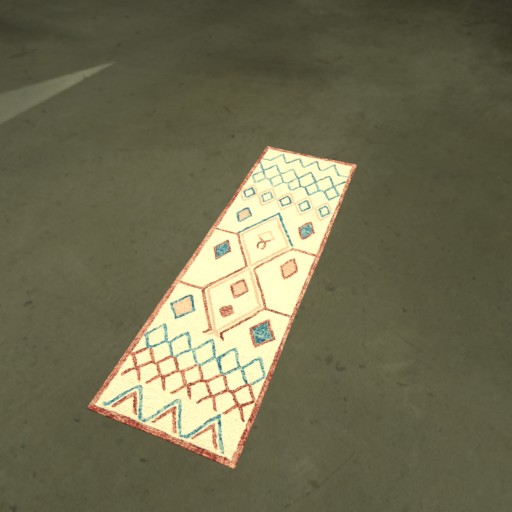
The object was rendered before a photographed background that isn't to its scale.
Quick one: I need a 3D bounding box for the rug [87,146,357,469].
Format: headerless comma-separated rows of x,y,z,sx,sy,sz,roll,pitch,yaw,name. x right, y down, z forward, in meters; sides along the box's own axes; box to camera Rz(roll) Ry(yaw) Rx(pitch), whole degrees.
0.000,0.000,2.768,0.750,0.011,2.435,15,47,15,rug
